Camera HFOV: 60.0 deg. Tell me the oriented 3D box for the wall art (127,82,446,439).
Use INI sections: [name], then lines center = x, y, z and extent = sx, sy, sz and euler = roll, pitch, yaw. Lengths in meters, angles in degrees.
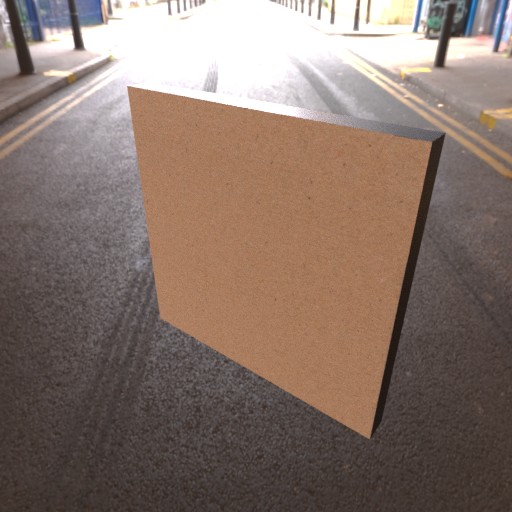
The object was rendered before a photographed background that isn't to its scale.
[wall art]
center = 0.000, 0.000, 0.481
extent = 0.327, 0.318, 0.029
euler = 22, 38, 32
